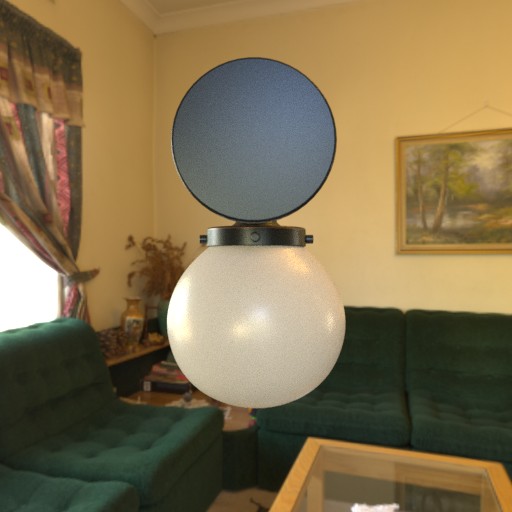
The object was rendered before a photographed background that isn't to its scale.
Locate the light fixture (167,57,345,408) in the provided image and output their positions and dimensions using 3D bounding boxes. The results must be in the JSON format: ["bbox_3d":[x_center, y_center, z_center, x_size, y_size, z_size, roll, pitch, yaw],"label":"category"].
[{"bbox_3d":[0.000,0.000,0.483,0.197,0.332,0.230,0,0,1],"label":"light fixture"}]
